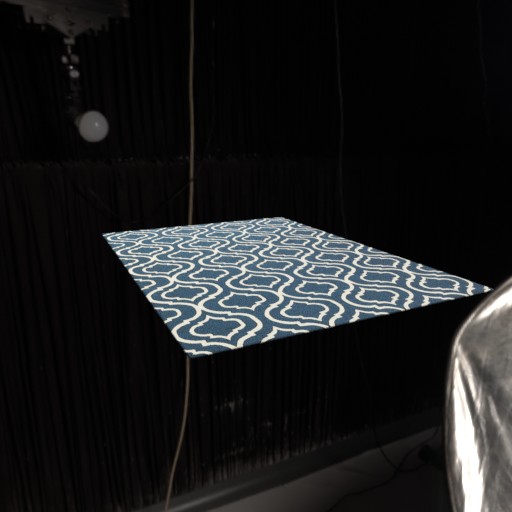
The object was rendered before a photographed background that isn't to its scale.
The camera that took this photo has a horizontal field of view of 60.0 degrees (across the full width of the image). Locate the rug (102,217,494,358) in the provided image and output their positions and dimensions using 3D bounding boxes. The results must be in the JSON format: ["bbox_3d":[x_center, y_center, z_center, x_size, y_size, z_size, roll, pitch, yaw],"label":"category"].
[{"bbox_3d":[0.000,0.000,4.333,2.438,0.010,3.353,-8,17,-25],"label":"rug"}]
